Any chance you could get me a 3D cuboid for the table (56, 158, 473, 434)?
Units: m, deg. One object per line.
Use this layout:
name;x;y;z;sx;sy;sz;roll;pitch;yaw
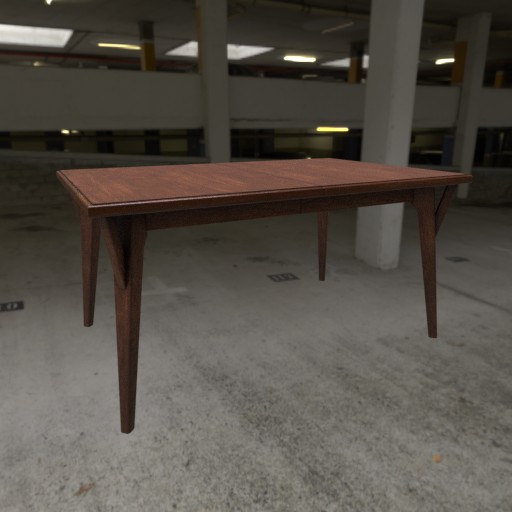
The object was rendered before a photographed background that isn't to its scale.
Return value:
table;0.000;0.000;2.035;1.524;0.761;0.990;-9;19;-26
